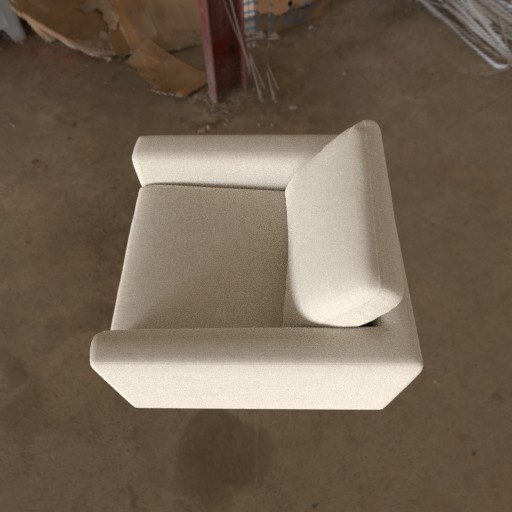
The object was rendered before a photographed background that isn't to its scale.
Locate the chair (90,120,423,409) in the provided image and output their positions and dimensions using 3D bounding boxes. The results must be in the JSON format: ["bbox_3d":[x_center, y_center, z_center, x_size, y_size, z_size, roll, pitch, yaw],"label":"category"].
[{"bbox_3d":[0.000,0.000,1.848,1.100,0.876,1.070,0,58,0],"label":"chair"}]
